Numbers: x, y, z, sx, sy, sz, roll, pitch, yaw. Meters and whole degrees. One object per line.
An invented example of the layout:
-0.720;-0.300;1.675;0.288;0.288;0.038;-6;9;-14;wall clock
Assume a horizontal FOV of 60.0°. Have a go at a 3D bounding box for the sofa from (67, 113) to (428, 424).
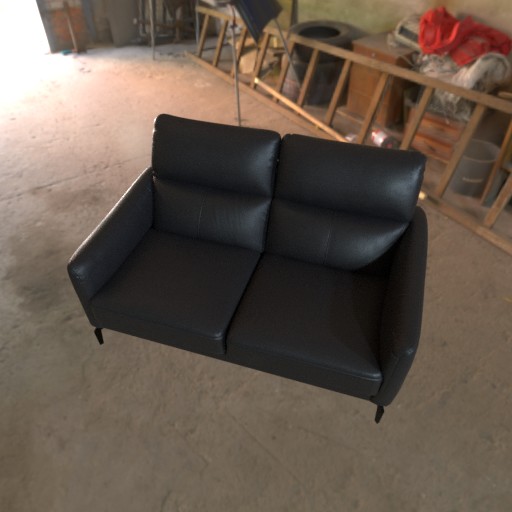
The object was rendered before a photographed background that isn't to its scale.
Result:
0.000;0.000;2.204;1.596;0.920;0.958;12;44;13;sofa
